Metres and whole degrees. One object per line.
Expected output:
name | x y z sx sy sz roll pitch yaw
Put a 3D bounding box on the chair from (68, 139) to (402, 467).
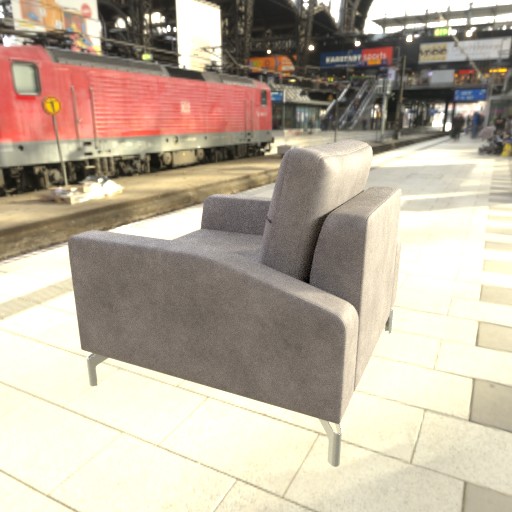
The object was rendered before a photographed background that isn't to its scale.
chair | 0.000 0.000 1.595 0.900 0.800 0.900 8 19 24
